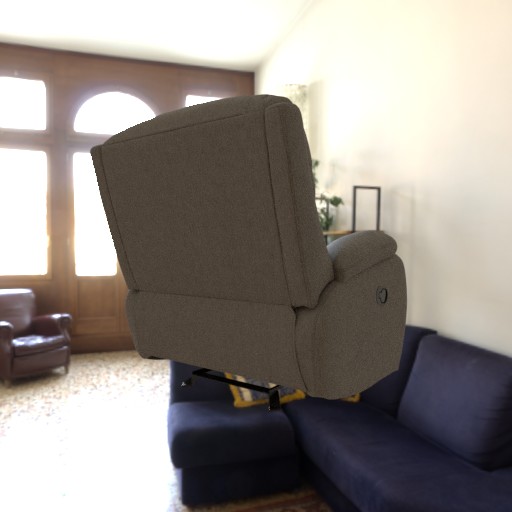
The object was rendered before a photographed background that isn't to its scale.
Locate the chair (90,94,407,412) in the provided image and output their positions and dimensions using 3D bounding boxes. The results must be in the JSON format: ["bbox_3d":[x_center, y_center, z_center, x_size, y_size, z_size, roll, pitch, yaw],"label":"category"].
[{"bbox_3d":[0.000,0.000,1.730,0.930,1.011,0.899,1,2,37],"label":"chair"}]
